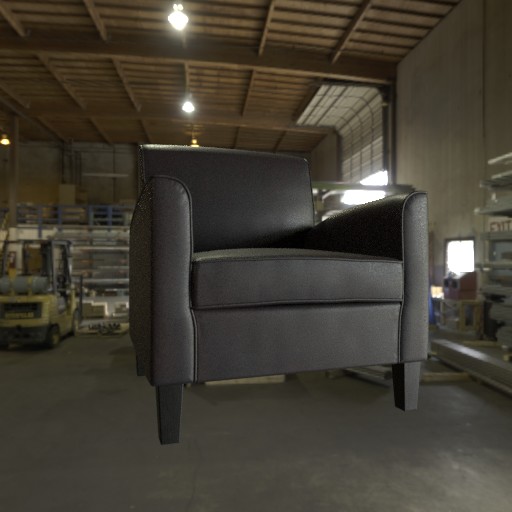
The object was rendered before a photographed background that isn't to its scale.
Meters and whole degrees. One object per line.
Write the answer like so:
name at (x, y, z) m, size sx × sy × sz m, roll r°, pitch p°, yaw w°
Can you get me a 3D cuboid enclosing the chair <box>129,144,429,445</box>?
chair at (0.000, 0.000, 1.543) m, size 0.820 × 0.916 × 0.819 m, roll 0°, pitch 0°, yaw -20°
